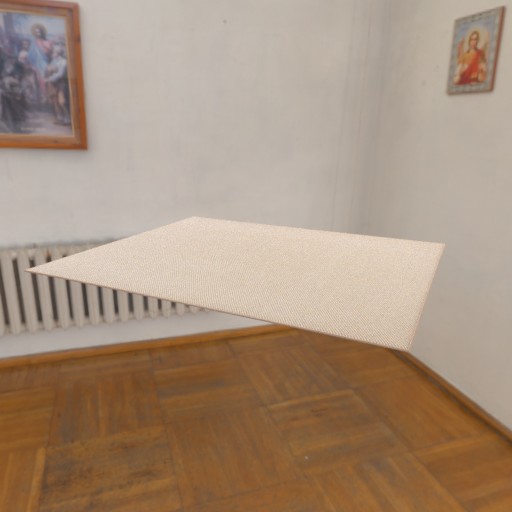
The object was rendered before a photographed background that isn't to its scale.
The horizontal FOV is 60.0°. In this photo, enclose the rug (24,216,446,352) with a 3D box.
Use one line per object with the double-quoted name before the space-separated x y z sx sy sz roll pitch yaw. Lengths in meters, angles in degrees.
"rug" 0.000 0.000 4.044 3.039 0.018 2.462 8 19 25
